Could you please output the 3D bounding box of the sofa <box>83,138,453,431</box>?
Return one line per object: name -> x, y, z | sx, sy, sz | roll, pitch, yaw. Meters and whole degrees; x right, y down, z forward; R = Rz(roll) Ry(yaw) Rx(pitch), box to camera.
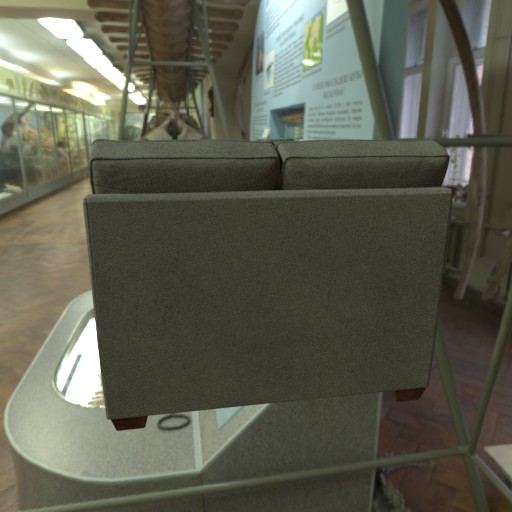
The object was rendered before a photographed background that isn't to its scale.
sofa -> 0.000, 0.000, 1.956 | 1.237, 1.008, 0.951 | -3, 15, -10
